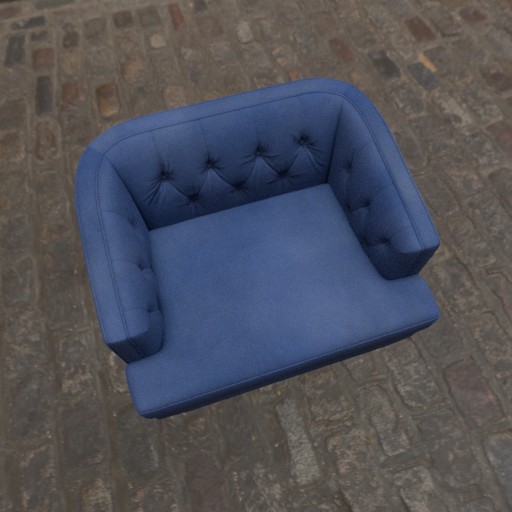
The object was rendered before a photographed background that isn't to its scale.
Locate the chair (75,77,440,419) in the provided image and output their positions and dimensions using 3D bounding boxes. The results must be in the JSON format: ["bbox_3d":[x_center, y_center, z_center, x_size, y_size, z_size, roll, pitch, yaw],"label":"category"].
[{"bbox_3d":[0.000,0.000,1.723,1.118,0.787,0.914,-16,65,-8],"label":"chair"}]
